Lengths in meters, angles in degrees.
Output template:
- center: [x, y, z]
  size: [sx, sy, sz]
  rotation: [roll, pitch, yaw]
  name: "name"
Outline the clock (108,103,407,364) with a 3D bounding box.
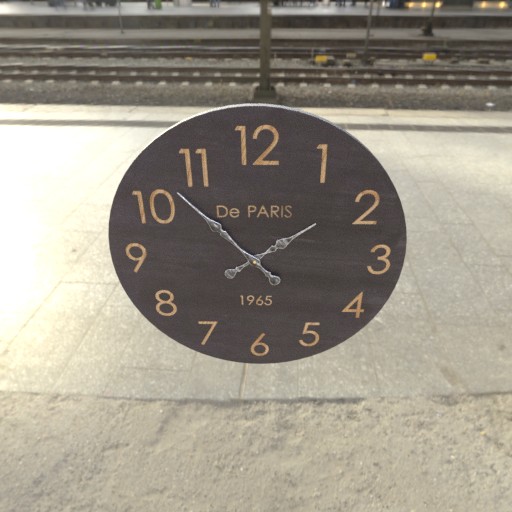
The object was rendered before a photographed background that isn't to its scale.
- center: [0.000, 0.000, 0.902]
  size: [0.595, 0.595, 0.029]
  rotation: [1, 32, 2]
  name: "clock"
